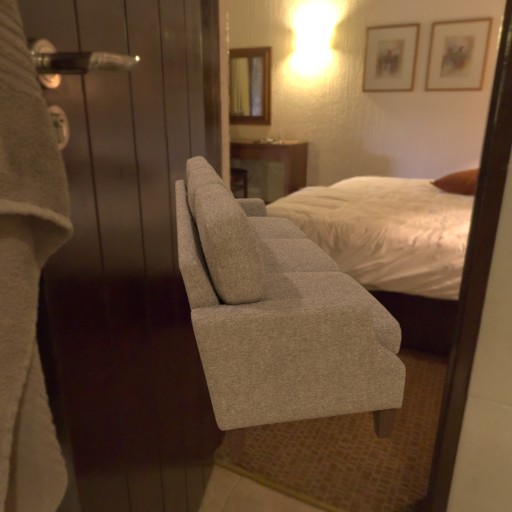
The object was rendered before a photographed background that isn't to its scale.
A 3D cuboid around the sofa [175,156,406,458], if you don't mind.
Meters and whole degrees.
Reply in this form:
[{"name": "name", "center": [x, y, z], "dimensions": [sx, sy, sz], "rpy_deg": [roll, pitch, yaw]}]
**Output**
[{"name": "sofa", "center": [0.000, 0.000, 2.593], "dimensions": [0.888, 0.984, 2.115], "rpy_deg": [-3, 18, -10]}]
